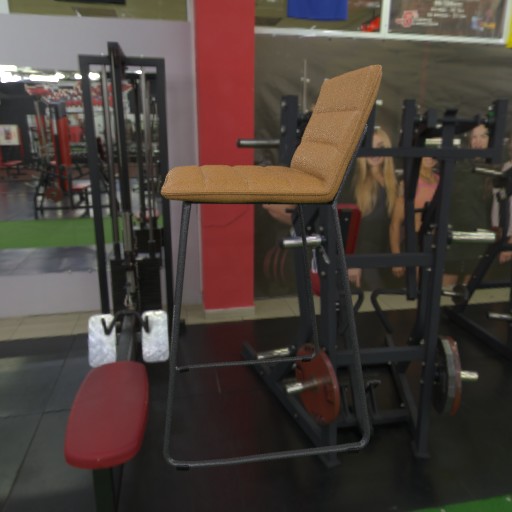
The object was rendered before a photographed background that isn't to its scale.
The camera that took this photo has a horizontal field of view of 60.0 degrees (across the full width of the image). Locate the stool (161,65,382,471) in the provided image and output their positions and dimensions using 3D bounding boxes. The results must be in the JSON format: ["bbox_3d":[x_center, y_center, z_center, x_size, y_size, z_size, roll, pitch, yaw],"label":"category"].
[{"bbox_3d":[0.000,0.000,1.205,0.524,0.936,0.489,-2,16,-8],"label":"stool"}]
